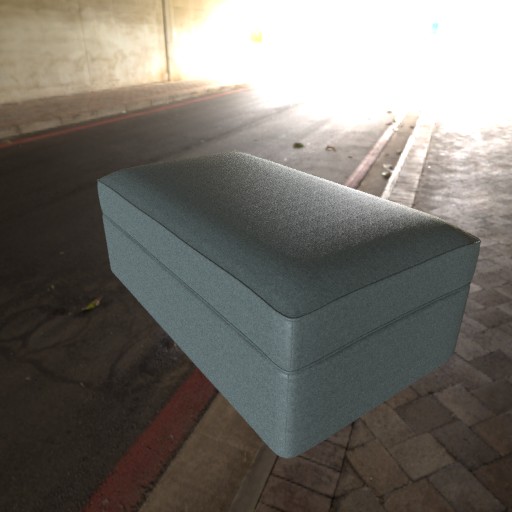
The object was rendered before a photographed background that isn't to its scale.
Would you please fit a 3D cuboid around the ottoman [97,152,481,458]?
[{"bbox_3d":[0.000,0.000,1.506,0.681,0.494,1.173,-17,31,-31],"label":"ottoman"}]
